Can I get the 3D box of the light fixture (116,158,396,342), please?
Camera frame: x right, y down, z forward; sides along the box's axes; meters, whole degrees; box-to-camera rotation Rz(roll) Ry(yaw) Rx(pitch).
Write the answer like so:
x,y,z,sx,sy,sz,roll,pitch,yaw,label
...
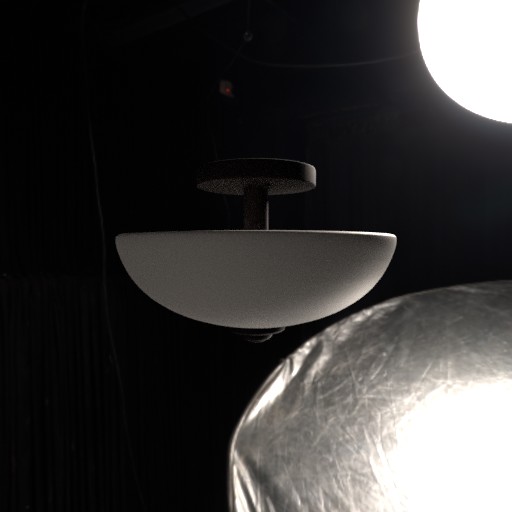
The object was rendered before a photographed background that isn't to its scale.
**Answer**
x,y,z,sx,sy,sz,roll,pitch,yaw,label
0.000,0.000,0.548,0.331,0.212,0.331,0,1,0,light fixture
